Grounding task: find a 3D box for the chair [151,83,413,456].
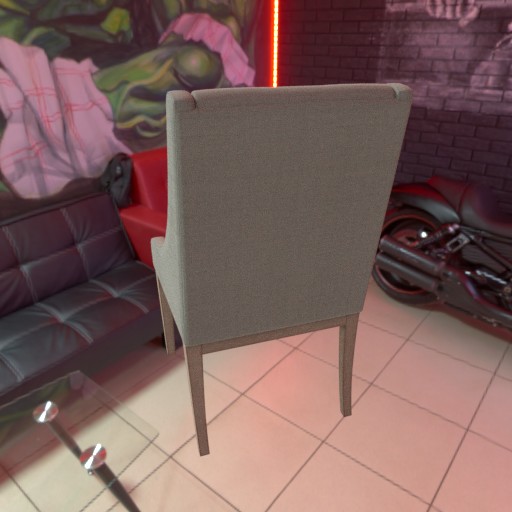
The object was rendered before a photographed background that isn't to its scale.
[{"bbox_3d":[0.000,0.000,1.356,0.575,1.021,0.611,-8,27,-17],"label":"chair"}]
